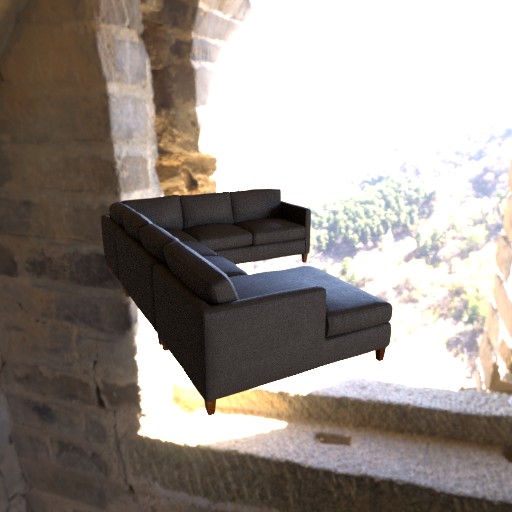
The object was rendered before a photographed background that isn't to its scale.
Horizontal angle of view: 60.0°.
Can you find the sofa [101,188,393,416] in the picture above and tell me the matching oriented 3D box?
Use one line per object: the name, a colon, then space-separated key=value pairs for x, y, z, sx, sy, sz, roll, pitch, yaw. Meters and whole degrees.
sofa: x=0.000 y=0.000 z=4.722 sx=2.594 sy=0.961 sz=3.460 roll=-9 pitch=19 yaw=-27
